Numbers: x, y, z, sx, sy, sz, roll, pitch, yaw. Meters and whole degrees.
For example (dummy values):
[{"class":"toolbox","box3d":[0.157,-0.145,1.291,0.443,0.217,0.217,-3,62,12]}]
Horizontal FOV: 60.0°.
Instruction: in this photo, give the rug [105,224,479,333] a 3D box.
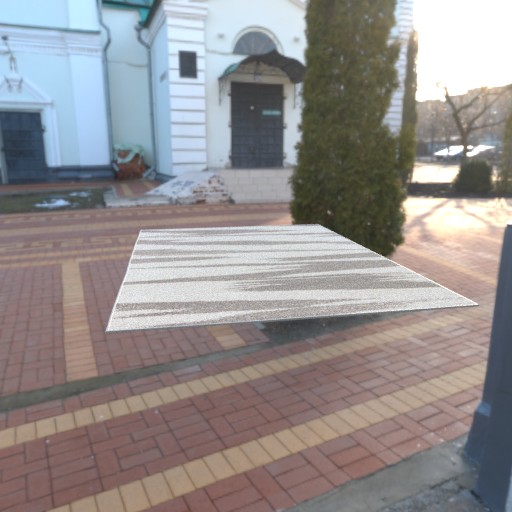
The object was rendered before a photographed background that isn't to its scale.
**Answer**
[{"class":"rug","box3d":[0.000,0.000,2.763,1.533,0.010,2.142,-3,14,-11]}]
